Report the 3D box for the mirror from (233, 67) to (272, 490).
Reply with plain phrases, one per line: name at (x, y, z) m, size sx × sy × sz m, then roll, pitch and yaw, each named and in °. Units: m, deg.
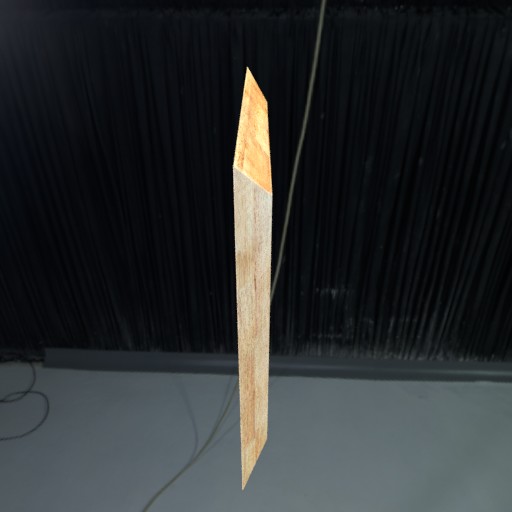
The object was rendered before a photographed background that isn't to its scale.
mirror at (0.000, 0.000, 0.949) m, size 0.047 × 0.651 × 0.651 m, roll 0°, pitch 32°, yaw 0°
